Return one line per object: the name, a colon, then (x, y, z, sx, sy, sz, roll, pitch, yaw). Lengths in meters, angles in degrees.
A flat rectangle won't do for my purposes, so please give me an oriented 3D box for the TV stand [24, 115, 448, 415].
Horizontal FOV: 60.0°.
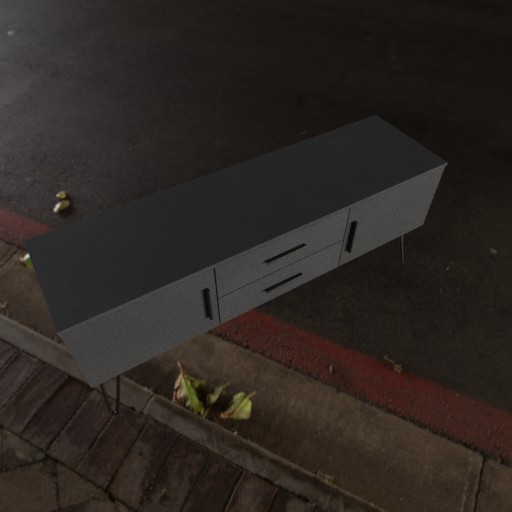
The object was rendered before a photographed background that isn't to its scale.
TV stand: (0.000, 0.000, 1.676, 1.400, 0.560, 0.400, -24, 52, -20)
